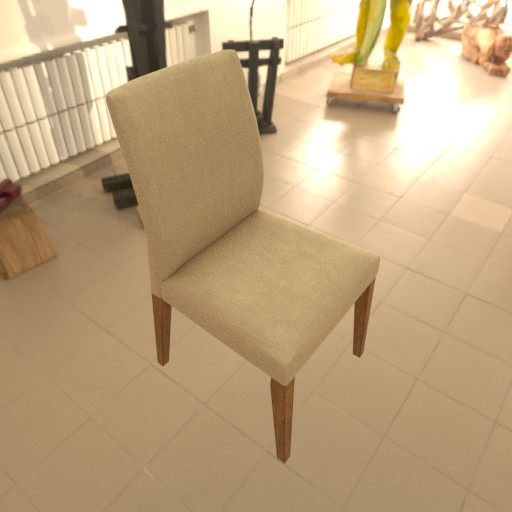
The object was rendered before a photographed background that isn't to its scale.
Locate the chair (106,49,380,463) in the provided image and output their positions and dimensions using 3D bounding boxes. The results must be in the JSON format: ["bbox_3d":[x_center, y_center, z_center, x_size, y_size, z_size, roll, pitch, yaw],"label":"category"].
[{"bbox_3d":[0.000,0.000,1.261,0.585,0.940,0.496,26,47,27],"label":"chair"}]
